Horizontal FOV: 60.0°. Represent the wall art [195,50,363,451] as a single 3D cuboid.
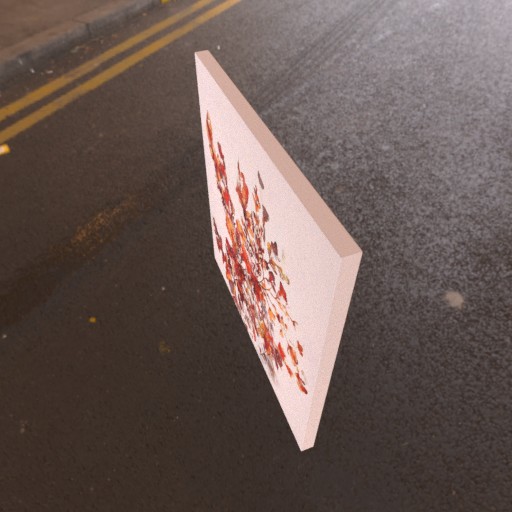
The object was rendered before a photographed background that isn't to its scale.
[{"bbox_3d":[0.000,0.000,1.533,0.049,1.009,1.009,-16,49,-14],"label":"wall art"}]
